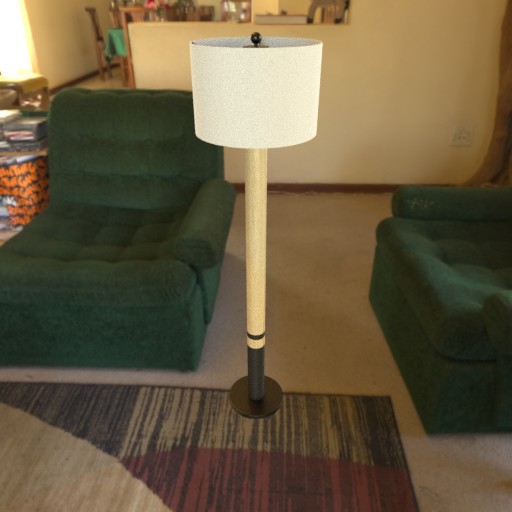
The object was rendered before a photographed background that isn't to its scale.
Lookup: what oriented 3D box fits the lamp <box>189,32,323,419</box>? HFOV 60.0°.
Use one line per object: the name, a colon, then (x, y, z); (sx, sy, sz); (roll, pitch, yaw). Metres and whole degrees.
lamp: (0.000, 0.000, 1.636); (0.381, 1.478, 0.381); (-8, 31, -13)
